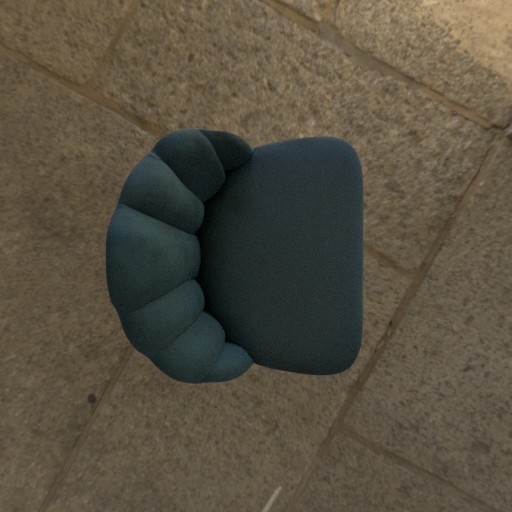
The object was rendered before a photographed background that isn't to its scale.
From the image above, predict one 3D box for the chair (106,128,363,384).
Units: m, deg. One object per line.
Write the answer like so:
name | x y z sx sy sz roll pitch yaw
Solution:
chair | 0.000 0.000 1.264 0.599 0.819 0.657 0 91 0
